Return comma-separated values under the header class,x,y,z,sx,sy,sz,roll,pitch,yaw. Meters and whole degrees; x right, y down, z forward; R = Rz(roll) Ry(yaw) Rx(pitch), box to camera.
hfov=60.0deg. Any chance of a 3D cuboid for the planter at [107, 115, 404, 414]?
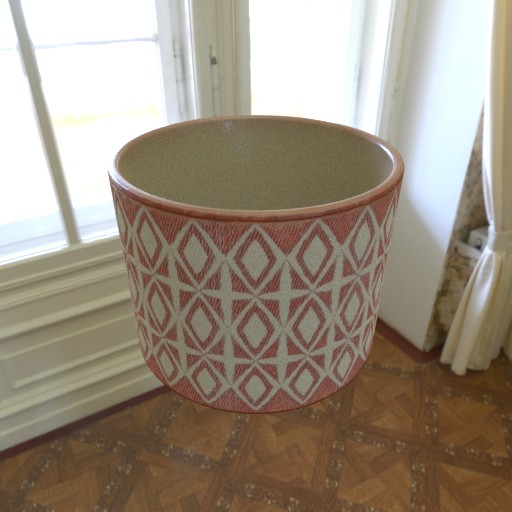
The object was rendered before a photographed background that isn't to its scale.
class,x,y,z,sx,sy,sz,roll,pitch,yaw
planter,0.000,0.000,0.485,0.273,0.237,0.273,0,32,0
